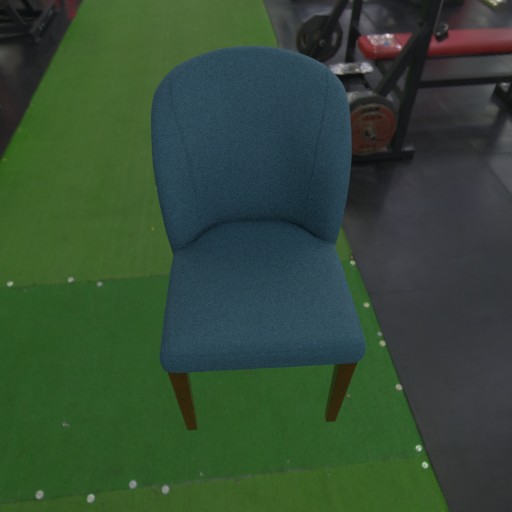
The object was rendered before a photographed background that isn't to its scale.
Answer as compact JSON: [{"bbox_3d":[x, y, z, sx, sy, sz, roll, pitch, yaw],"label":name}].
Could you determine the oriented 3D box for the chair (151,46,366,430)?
[{"bbox_3d":[0.000,0.000,1.211,0.507,0.879,0.620,-3,46,-2],"label":"chair"}]
